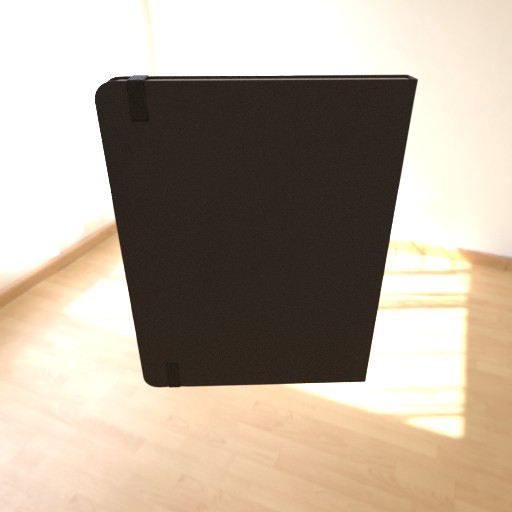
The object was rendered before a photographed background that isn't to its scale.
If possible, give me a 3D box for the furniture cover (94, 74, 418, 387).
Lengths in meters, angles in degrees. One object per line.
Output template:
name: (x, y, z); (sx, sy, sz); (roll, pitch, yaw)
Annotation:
furniture cover: (0.000, 0.000, 0.371); (0.216, 0.281, 0.023); (-1, 30, -2)
